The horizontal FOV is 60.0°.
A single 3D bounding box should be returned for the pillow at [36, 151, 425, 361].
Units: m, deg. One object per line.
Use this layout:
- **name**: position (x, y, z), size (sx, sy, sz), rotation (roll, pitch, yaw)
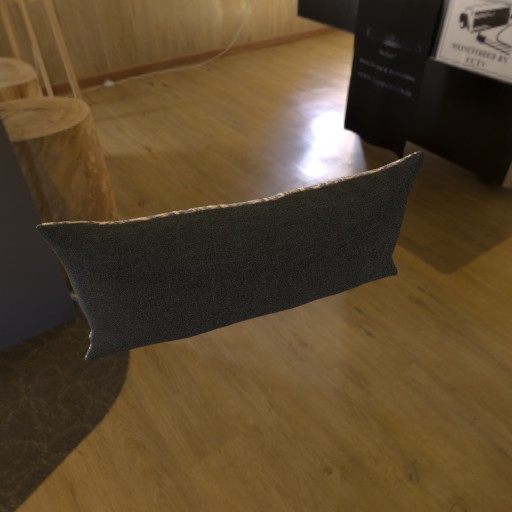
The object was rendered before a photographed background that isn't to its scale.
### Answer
- **pillow**: position (0.000, 0.000, 0.757), size (0.631, 0.292, 0.148), rotation (-14, 43, -15)
